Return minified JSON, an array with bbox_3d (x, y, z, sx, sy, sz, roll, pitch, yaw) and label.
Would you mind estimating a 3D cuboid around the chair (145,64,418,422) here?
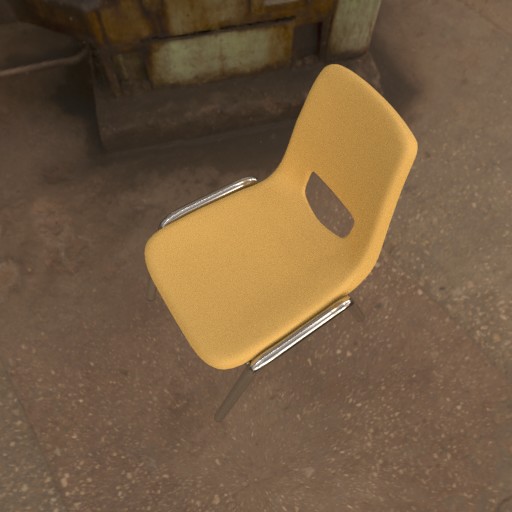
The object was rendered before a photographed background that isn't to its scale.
[{"bbox_3d":[0.000,0.000,0.821,0.423,0.586,0.354,-30,67,-14],"label":"chair"}]
